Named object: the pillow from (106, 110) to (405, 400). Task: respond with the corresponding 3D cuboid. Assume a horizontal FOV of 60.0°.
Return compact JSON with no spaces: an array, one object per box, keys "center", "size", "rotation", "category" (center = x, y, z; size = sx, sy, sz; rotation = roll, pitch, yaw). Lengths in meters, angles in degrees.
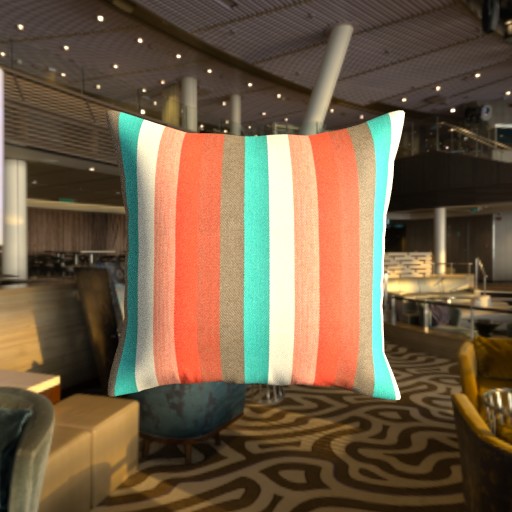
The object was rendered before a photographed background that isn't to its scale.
[{"center":[0.000,0.000,0.678],"size":[0.453,0.443,0.168],"rotation":[0,0,-1],"category":"pillow"}]
